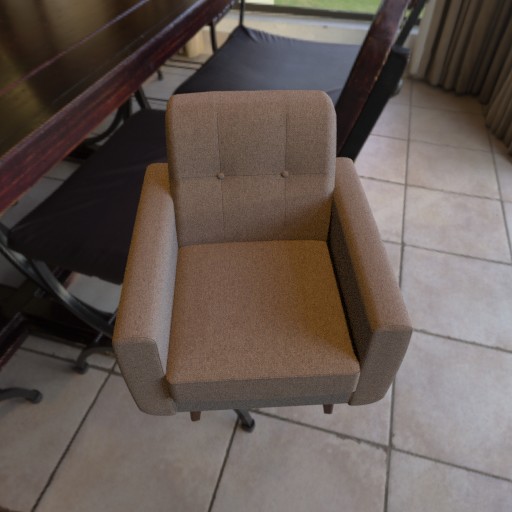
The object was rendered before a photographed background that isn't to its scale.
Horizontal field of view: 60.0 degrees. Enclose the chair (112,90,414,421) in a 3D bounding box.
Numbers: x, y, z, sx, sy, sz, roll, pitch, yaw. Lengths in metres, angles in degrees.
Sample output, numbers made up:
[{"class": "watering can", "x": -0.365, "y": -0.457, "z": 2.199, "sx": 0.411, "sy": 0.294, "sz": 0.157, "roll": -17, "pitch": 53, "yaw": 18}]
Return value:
[{"class": "chair", "x": 0.000, "y": 0.000, "z": 1.569, "sx": 0.831, "sy": 0.839, "sz": 0.907, "roll": -2, "pitch": 45, "yaw": -2}]
